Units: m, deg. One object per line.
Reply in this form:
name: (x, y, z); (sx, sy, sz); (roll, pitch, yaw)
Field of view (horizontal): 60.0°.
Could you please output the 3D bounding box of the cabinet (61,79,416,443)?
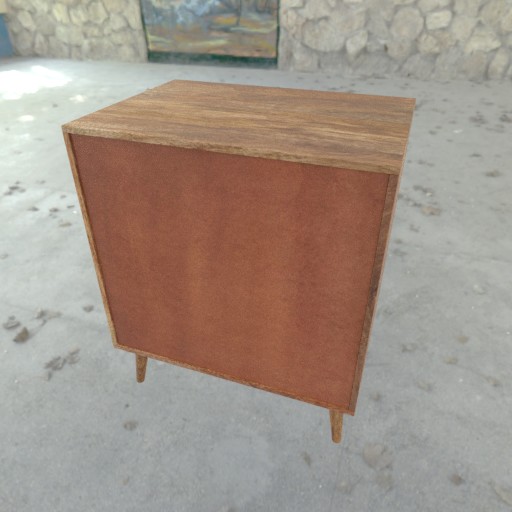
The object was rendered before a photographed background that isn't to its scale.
cabinet: (0.000, 0.000, 1.172); (0.647, 0.758, 0.473); (11, 34, 17)
